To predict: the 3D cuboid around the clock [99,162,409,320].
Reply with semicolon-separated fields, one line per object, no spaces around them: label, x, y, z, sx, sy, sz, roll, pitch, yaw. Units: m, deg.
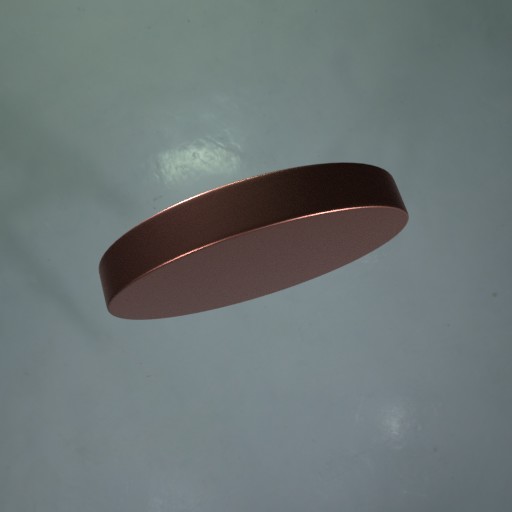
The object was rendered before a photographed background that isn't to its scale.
clock;0.000;0.000;0.470;0.313;0.313;0.040;-16;76;-4
